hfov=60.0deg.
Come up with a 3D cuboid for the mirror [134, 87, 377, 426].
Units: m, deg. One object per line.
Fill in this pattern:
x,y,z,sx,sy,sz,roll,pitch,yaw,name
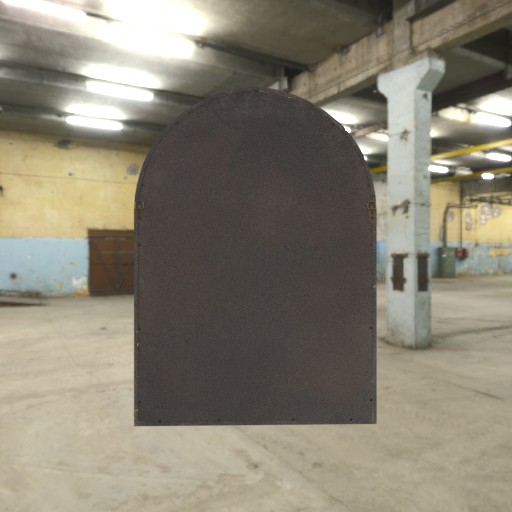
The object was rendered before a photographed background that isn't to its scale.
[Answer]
0.000,0.000,1.219,0.660,0.920,0.032,0,0,-1,mirror
